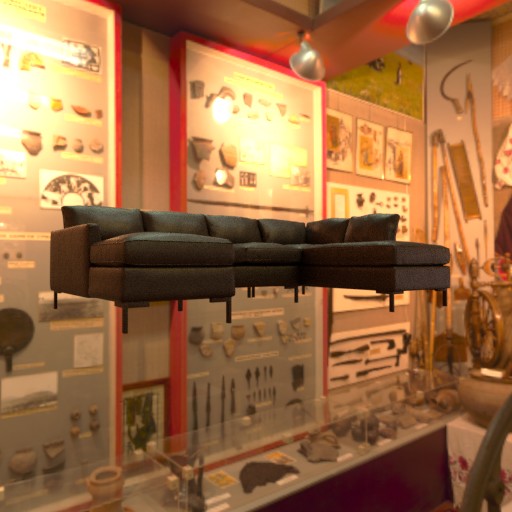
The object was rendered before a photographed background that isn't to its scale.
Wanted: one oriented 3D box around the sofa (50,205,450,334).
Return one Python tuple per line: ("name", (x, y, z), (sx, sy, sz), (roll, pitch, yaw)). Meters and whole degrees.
("sofa", (0.000, 0.000, 3.864), (2.956, 0.900, 1.939), (1, -1, -37))
